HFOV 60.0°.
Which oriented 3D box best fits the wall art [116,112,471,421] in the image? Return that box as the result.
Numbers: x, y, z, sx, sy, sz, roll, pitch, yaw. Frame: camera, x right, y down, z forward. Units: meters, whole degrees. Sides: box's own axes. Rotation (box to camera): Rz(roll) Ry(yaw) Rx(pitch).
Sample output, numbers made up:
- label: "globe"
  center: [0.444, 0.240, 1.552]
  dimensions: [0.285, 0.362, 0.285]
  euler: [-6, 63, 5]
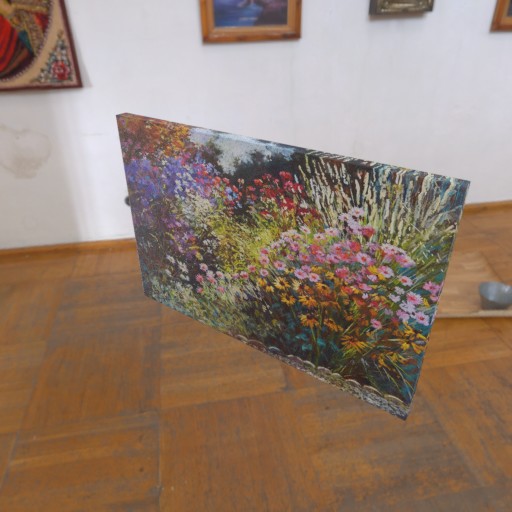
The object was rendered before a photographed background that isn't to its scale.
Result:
- label: "wall art"
  center: [0.000, 0.000, 1.155]
  dimensions: [0.908, 0.604, 0.037]
  euler: [20, 36, 29]
